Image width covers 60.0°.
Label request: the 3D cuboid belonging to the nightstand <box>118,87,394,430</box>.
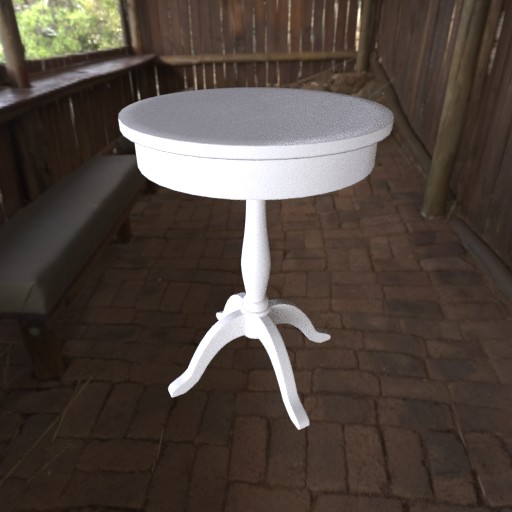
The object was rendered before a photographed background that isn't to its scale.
[{"bbox_3d":[0.000,0.000,1.014,0.513,0.653,0.513,-9,31,-16],"label":"nightstand"}]
